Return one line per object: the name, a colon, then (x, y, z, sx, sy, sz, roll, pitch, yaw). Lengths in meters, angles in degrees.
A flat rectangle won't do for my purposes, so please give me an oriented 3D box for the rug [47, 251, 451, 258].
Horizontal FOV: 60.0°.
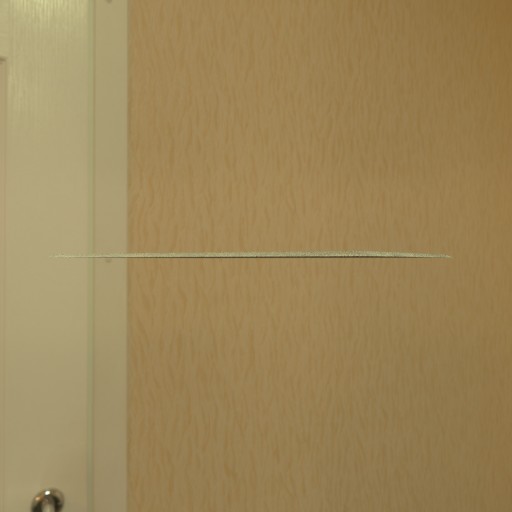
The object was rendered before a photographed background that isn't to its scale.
rug: (0.000, 0.000, 3.992, 2.933, 0.027, 2.332, 0, -1, 34)
